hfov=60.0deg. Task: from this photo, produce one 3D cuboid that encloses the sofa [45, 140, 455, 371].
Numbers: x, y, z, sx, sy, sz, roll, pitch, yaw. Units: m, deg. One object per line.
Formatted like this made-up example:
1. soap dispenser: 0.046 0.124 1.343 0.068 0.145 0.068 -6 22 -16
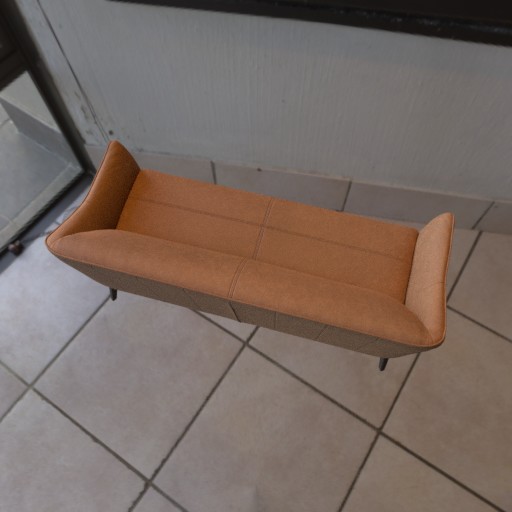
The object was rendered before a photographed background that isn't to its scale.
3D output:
1. sofa: 0.000 0.000 2.397 1.928 0.830 0.869 13 63 7
